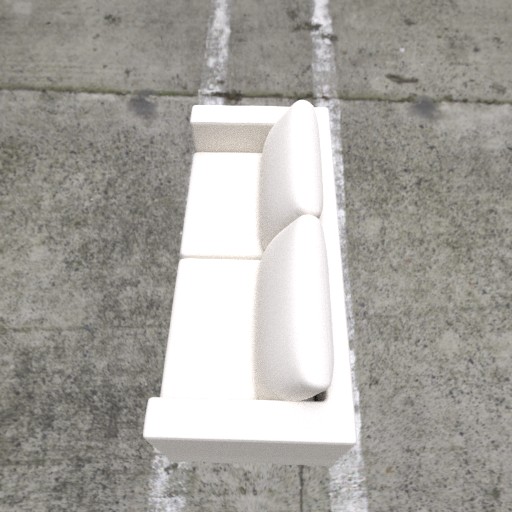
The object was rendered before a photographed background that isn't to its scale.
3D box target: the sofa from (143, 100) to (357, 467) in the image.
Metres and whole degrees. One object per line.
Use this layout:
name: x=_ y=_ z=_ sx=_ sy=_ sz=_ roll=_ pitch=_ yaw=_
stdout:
sofa: x=0.000 y=0.000 z=2.639 sx=0.954 sy=0.881 sz=2.163 roll=1 pitch=58 yaw=1
